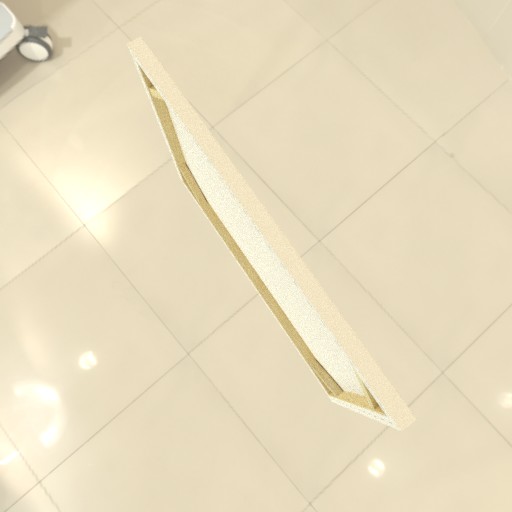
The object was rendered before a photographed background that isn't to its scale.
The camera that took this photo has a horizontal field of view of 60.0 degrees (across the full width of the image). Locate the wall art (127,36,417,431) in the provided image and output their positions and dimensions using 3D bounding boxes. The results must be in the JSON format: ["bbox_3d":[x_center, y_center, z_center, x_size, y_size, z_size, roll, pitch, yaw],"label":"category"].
[{"bbox_3d":[0.000,0.000,1.295,0.038,0.762,1.016,-33,78,-8],"label":"wall art"}]
